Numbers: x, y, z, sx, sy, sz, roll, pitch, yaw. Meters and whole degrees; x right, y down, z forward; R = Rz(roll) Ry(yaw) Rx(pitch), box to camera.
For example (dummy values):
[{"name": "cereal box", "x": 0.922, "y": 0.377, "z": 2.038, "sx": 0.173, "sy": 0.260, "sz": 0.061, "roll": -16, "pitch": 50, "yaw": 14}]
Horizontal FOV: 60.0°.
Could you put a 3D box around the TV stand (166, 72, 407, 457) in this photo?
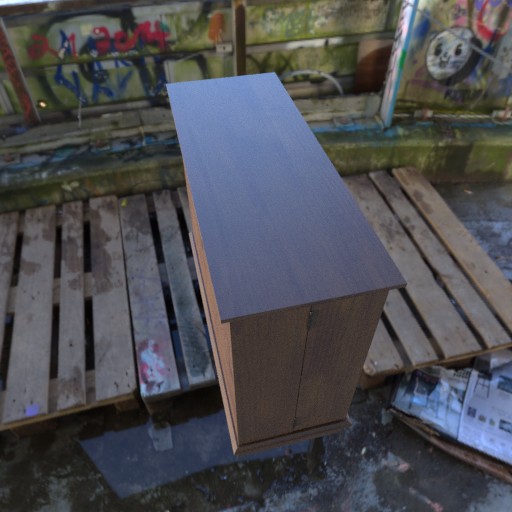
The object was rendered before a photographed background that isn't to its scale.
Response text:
[{"name": "TV stand", "x": 0.000, "y": 0.000, "z": 1.567, "sx": 0.406, "sy": 0.813, "sz": 1.067, "roll": -10, "pitch": 47, "yaw": -9}]
